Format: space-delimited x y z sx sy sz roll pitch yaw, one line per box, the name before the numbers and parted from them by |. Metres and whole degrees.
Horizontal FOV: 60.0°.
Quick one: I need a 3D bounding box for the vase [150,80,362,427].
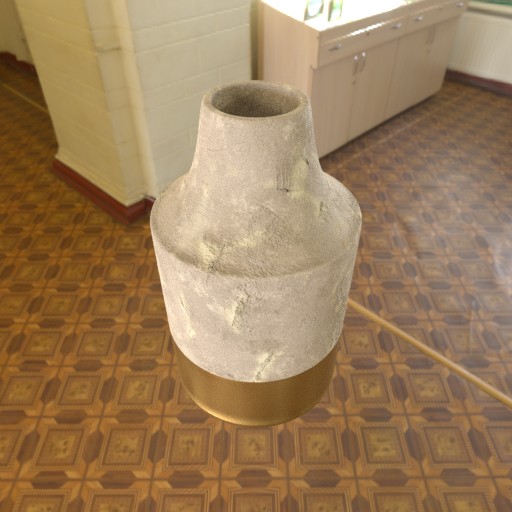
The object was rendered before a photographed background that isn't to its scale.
vase | 0.000 0.000 0.424 0.184 0.305 0.184 0 40 0
